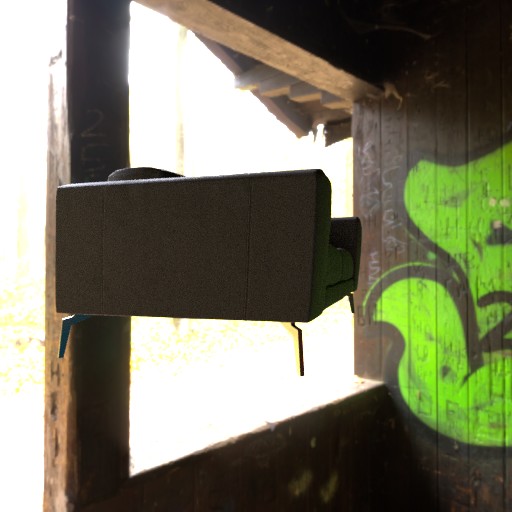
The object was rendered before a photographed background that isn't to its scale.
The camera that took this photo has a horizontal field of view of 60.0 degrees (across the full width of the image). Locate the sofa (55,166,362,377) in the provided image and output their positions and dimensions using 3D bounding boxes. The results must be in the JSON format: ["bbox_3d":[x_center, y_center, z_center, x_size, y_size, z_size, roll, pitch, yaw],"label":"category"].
[{"bbox_3d":[0.000,0.000,2.377,1.003,0.779,1.895,0,-1,17],"label":"sofa"}]
